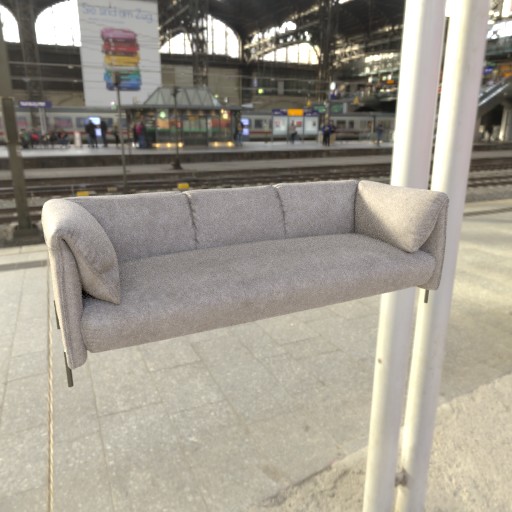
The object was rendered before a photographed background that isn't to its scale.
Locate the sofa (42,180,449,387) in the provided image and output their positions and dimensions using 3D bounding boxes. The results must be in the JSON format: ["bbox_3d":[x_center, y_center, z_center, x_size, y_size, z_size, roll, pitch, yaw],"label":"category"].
[{"bbox_3d":[0.000,0.000,2.637,2.238,0.758,0.899,-8,18,-26],"label":"sofa"}]
